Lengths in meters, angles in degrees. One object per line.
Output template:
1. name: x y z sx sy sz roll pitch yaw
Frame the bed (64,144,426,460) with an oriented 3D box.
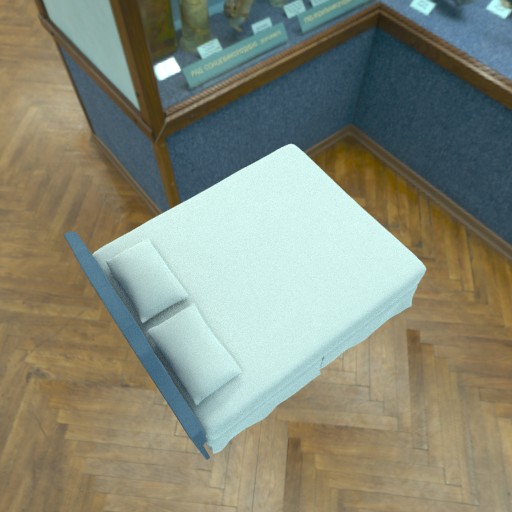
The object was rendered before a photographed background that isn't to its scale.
1. bed: 0.000 0.000 3.822 2.477 1.617 2.039 -32 64 -18
